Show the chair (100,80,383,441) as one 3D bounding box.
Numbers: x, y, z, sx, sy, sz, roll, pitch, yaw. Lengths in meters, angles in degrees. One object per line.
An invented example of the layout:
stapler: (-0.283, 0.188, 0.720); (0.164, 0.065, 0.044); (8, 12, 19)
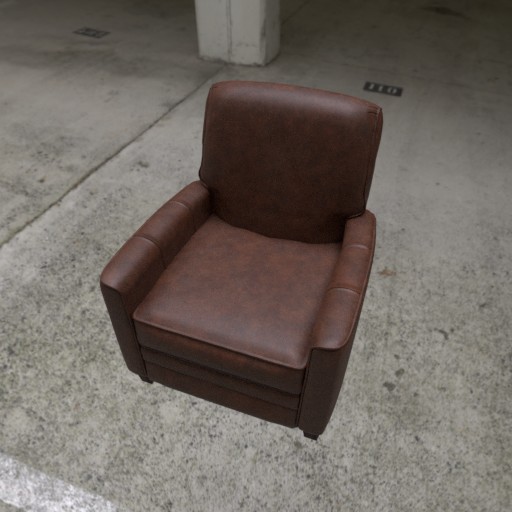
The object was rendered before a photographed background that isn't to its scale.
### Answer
chair: (0.000, 0.000, 1.662); (0.839, 1.010, 0.850); (14, 43, 15)
